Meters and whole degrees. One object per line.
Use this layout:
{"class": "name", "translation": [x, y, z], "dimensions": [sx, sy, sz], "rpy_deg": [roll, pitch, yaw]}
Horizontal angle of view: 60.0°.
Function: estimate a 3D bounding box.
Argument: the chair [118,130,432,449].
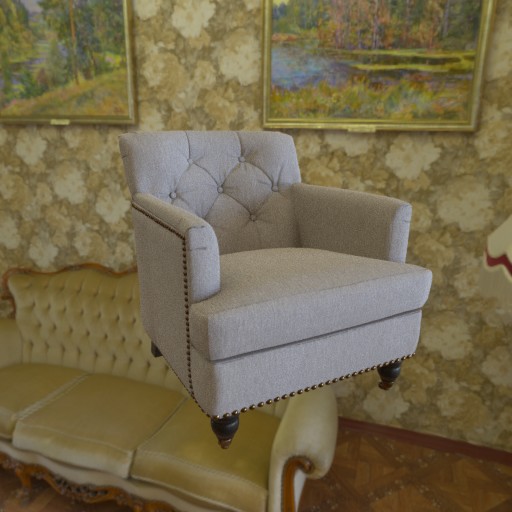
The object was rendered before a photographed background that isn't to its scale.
{"class": "chair", "translation": [0.000, 0.000, 1.506], "dimensions": [0.737, 0.823, 0.902], "rpy_deg": [-8, 18, -27]}
